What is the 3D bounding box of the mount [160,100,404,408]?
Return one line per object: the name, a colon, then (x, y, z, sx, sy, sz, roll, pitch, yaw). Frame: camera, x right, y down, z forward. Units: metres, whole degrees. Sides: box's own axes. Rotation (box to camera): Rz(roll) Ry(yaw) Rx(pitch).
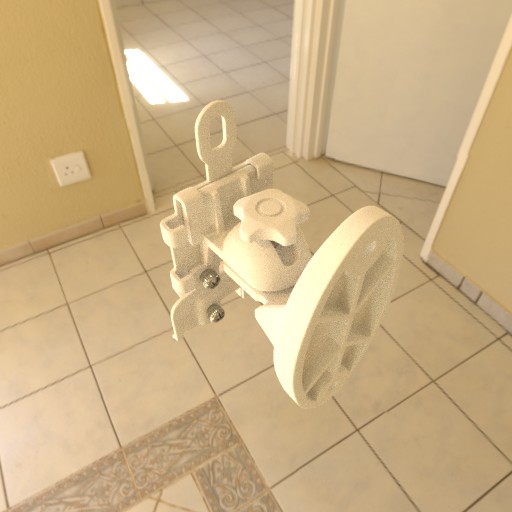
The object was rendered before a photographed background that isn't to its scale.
mount: (0.000, 0.000, 0.183, 0.066, 0.118, 0.100, -32, 54, -26)
